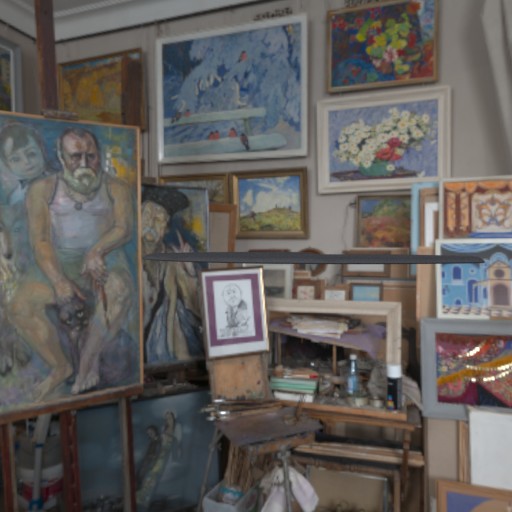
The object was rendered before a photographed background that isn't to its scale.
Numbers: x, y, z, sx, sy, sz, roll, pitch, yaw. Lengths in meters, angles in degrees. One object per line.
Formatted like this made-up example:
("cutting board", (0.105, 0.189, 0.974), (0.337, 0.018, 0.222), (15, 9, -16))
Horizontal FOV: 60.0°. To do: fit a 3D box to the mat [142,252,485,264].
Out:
("mat", (0.000, 0.000, 1.845), (0.917, 0.022, 1.525), (0, 1, -18))
